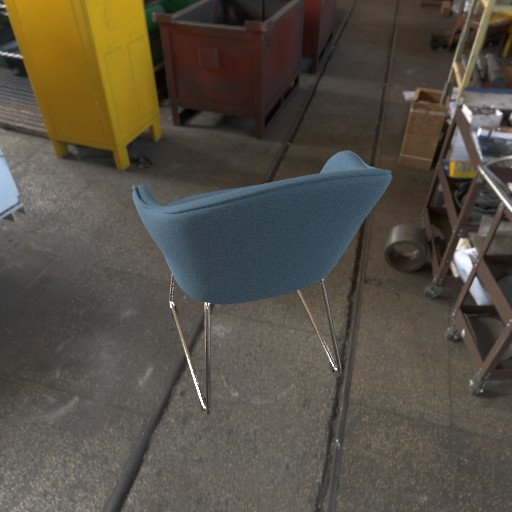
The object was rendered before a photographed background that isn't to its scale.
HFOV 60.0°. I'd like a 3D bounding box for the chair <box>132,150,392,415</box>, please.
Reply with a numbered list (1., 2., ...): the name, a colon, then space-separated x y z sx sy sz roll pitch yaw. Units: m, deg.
1. chair: 0.000 0.000 1.204 0.570 0.815 0.585 -12 43 -13
